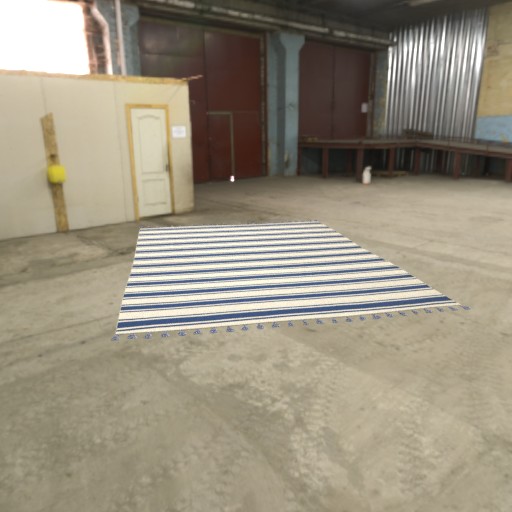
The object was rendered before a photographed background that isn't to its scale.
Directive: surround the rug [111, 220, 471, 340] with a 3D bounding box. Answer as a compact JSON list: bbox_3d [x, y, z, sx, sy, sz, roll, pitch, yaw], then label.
[{"bbox_3d":[0.000,0.000,4.507,2.471,0.016,3.416,-3,16,-11],"label":"rug"}]
